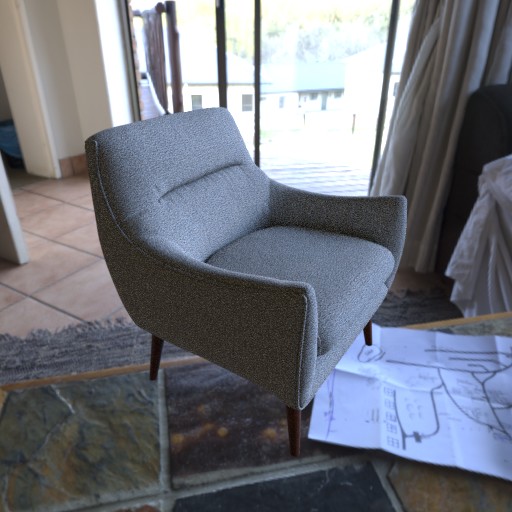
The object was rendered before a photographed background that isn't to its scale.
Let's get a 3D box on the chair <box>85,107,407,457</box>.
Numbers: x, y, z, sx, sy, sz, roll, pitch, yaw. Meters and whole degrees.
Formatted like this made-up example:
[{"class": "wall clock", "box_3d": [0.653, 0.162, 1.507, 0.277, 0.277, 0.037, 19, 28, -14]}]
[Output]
[{"class": "chair", "box_3d": [0.000, 0.000, 1.456, 0.787, 0.838, 0.762, 17, 31, 29]}]
